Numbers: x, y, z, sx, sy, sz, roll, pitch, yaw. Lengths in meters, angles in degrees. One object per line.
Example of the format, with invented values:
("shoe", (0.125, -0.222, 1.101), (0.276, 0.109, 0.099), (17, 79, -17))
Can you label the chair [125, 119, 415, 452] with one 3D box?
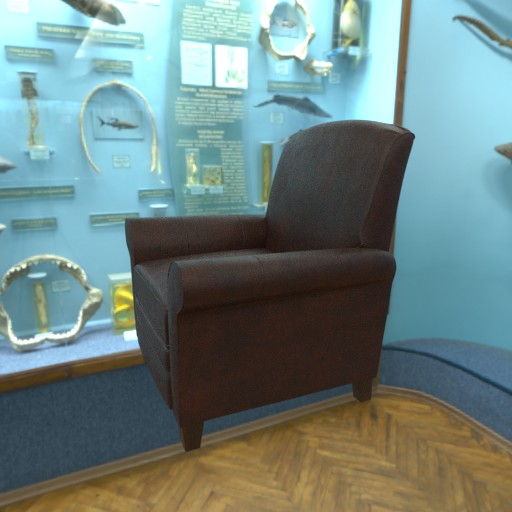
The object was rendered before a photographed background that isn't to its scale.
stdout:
("chair", (0.000, 0.000, 1.778), (0.902, 1.061, 0.978), (-6, 15, -24))
